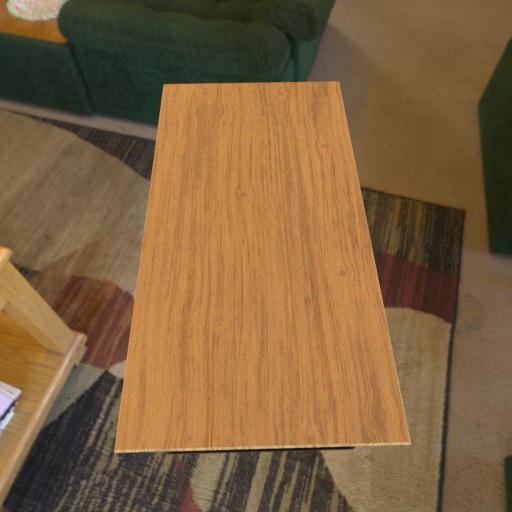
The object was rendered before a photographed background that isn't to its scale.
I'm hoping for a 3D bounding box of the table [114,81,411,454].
[{"bbox_3d":[0.000,0.000,1.568,0.693,0.445,1.331,-1,58,-1],"label":"table"}]
